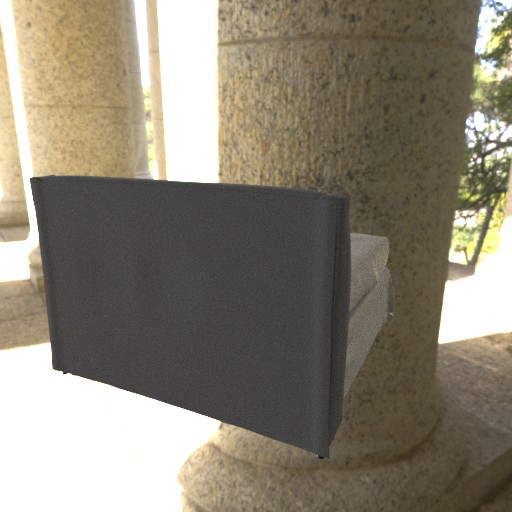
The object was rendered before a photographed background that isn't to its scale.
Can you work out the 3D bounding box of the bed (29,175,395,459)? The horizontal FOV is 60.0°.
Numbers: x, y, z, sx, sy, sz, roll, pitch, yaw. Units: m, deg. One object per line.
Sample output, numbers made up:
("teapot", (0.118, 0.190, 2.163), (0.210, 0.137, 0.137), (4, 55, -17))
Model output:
("bed", (0.000, 0.000, 3.354), (1.925, 1.332, 2.276), (8, 17, 25))
